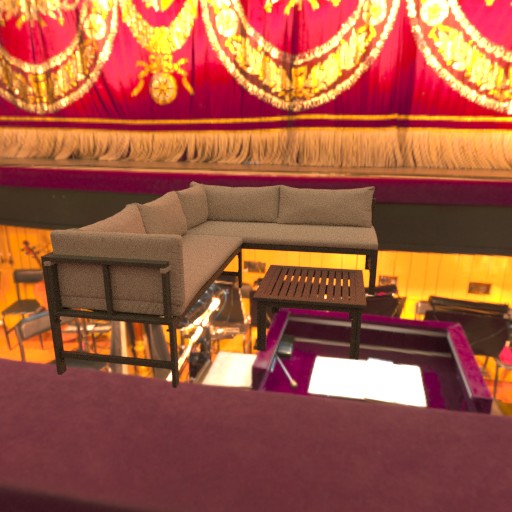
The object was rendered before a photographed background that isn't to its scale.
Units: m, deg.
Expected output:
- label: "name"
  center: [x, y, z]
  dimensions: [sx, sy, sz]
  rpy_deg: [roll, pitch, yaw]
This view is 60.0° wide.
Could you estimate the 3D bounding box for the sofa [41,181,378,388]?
- label: "sofa"
  center: [0.000, 0.000, 2.980]
  dimensions: [1.658, 0.758, 2.096]
  rpy_deg: [3, 17, 11]
